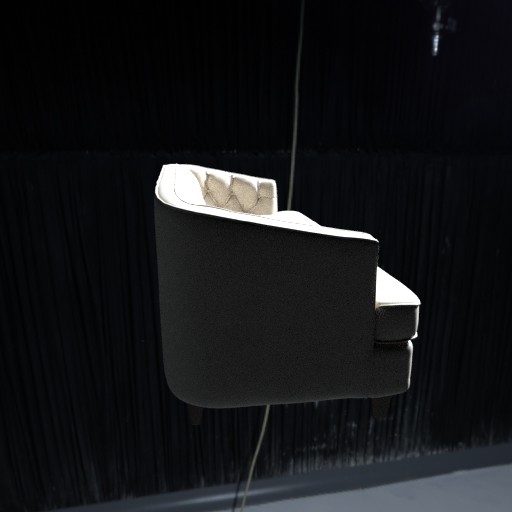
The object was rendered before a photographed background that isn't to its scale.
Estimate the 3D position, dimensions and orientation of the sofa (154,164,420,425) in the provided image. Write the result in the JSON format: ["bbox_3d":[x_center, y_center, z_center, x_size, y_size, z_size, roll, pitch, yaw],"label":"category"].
[{"bbox_3d":[0.000,0.000,2.296,0.940,0.878,1.731,-3,17,-9],"label":"sofa"}]
